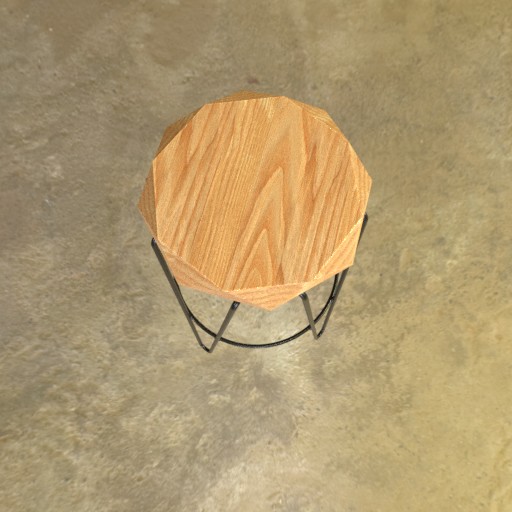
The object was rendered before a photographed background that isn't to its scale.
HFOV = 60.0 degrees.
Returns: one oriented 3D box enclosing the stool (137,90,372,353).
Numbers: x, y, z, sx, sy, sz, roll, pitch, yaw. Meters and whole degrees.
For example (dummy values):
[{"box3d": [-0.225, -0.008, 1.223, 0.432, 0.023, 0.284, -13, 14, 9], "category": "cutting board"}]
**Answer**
[{"box3d": [0.000, 0.000, 0.809, 0.326, 0.610, 0.326, -6, 76, -2], "category": "stool"}]
